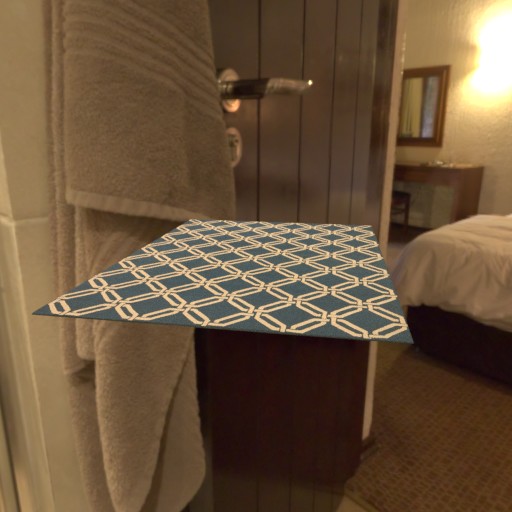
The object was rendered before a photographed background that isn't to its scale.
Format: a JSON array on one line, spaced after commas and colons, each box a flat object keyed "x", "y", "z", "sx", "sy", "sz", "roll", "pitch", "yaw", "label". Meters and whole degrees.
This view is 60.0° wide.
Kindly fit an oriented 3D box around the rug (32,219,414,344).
[{"x": 0.000, "y": 0.000, "z": 4.317, "sx": 2.432, "sy": 0.018, "sz": 3.342, "roll": 3, "pitch": 16, "yaw": 10, "label": "rug"}]
